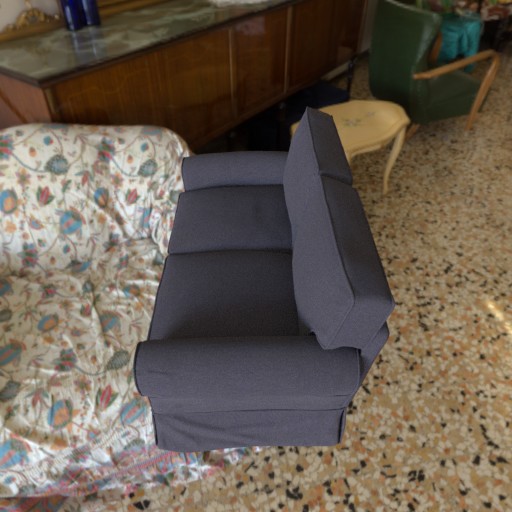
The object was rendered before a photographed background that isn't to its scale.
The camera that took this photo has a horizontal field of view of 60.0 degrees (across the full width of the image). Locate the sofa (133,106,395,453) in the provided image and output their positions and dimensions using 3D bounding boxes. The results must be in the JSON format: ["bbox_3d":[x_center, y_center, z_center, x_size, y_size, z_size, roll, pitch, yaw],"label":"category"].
[{"bbox_3d":[0.000,0.000,2.411,0.997,1.059,1.801,0,41,0],"label":"sofa"}]
